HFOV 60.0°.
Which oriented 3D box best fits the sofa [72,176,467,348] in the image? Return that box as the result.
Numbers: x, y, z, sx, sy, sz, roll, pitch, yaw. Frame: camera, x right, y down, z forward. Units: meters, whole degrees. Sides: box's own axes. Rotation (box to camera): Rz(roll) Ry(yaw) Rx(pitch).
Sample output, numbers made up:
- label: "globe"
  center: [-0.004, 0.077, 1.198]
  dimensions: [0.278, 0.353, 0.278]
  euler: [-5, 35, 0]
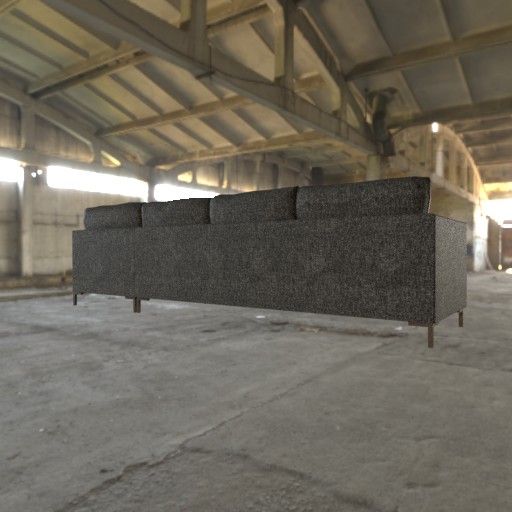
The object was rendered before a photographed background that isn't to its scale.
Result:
- label: "sofa"
  center: [0.000, 0.000, 3.947]
  dimensions: [3.384, 0.970, 1.488]
  euler: [0, 1, 35]
